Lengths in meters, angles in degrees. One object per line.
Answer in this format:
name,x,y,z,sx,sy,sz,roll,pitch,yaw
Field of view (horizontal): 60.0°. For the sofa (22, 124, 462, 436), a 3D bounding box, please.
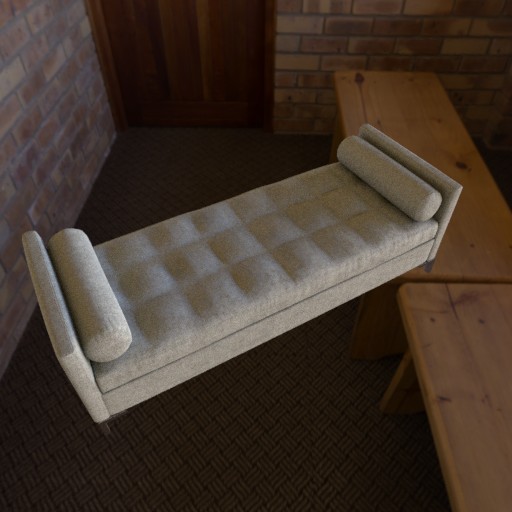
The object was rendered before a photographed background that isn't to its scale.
sofa,0.000,0.000,2.410,2.102,0.657,0.797,-22,49,-21
